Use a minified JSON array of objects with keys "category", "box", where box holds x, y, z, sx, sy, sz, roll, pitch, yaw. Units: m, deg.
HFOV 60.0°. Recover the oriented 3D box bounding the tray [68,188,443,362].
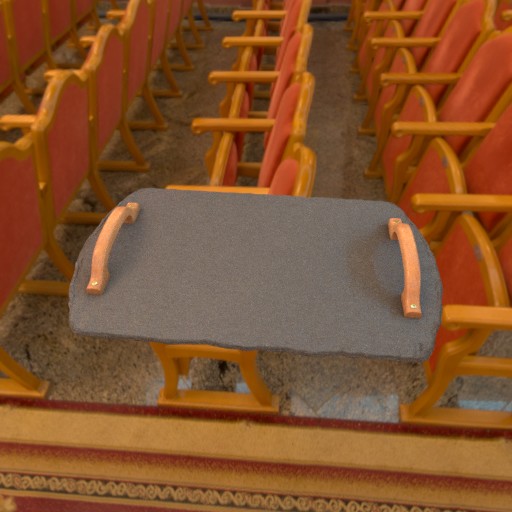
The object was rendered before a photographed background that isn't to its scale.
[{"category":"tray","box":[0.000,0.000,0.475,0.387,0.062,0.231,4,45,4]}]
